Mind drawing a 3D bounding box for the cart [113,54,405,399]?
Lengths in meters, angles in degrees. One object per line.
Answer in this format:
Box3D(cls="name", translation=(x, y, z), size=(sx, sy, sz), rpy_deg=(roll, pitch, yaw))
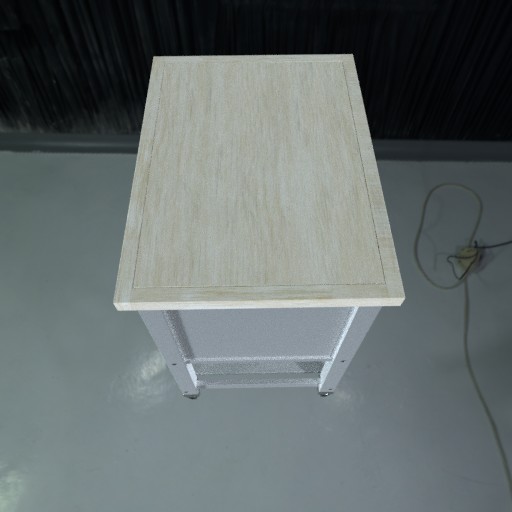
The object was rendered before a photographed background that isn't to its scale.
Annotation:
Box3D(cls="cart", translation=(0.000, 0.000, 1.435), size=(0.559, 0.914, 0.762), rpy_deg=(-1, 58, -1))
